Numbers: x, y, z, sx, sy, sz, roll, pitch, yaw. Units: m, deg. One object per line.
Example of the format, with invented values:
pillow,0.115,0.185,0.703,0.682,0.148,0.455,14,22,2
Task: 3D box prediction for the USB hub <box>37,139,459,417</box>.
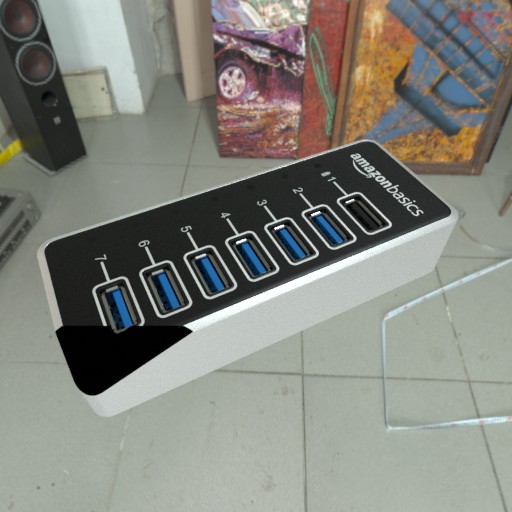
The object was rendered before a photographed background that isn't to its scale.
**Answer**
USB hub,0.000,0.000,0.129,0.110,0.023,0.044,-21,52,-17
